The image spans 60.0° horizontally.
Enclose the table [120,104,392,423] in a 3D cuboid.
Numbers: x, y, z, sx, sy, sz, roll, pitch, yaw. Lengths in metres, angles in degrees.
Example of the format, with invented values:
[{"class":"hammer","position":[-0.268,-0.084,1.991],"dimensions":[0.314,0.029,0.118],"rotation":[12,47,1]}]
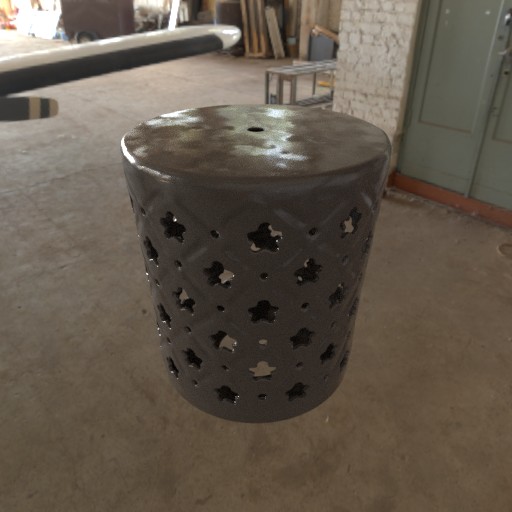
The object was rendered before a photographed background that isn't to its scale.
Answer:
[{"class":"table","position":[0.000,0.000,0.681],"dimensions":[0.352,0.387,0.352],"rotation":[0,31,0]}]
